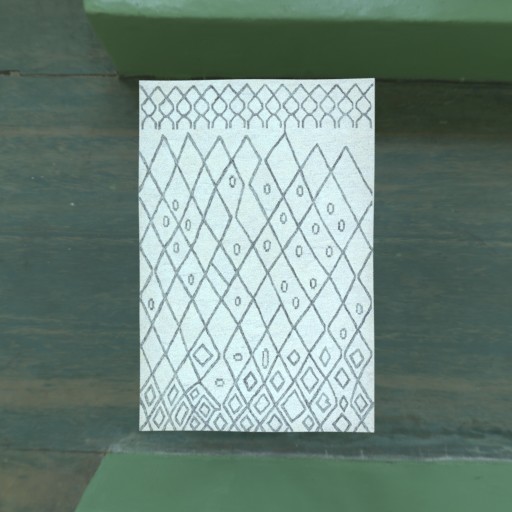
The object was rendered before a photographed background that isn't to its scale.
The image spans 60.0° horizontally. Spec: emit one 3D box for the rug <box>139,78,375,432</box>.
[{"bbox_3d":[0.000,0.000,2.298,1.222,0.015,1.828,0,90,1],"label":"rug"}]
